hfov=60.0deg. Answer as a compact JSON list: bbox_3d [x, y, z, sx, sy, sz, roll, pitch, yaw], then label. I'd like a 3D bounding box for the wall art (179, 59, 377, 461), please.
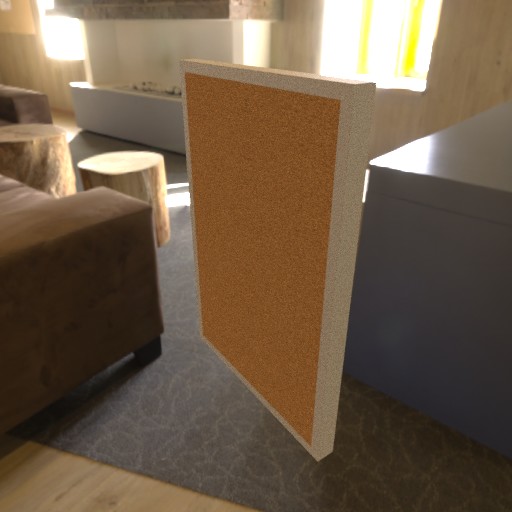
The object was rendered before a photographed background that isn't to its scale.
[{"bbox_3d":[0.000,0.000,0.840,0.038,0.657,0.450,-18,33,-31],"label":"wall art"}]
